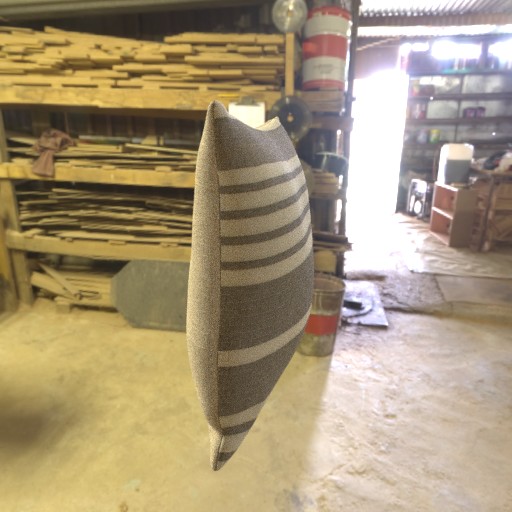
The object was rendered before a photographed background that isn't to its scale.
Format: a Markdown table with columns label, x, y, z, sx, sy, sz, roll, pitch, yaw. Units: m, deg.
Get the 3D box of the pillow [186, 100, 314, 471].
| label | x | y | z | sx | sy | sz | roll | pitch | yaw |
| --- | --- | --- | --- | --- | --- | --- | --- | --- | --- |
| pillow | 0.000 | 0.000 | 0.695 | 0.182 | 0.440 | 0.439 | 3 | 17 | 11 |
